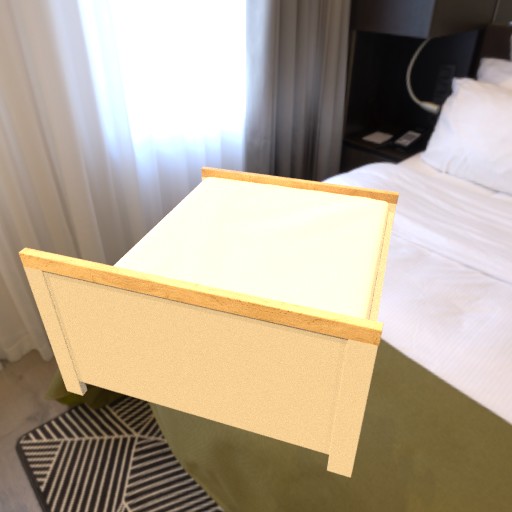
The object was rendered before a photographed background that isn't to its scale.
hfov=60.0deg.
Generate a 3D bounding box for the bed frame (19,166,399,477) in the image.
[{"bbox_3d":[0.000,0.000,2.937,1.670,0.980,2.050,10,35,15],"label":"bed frame"}]
